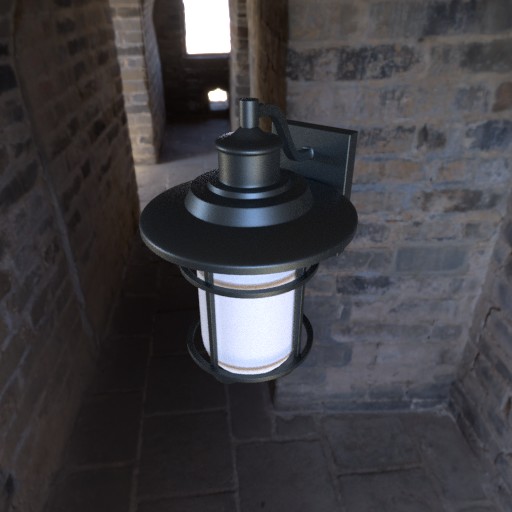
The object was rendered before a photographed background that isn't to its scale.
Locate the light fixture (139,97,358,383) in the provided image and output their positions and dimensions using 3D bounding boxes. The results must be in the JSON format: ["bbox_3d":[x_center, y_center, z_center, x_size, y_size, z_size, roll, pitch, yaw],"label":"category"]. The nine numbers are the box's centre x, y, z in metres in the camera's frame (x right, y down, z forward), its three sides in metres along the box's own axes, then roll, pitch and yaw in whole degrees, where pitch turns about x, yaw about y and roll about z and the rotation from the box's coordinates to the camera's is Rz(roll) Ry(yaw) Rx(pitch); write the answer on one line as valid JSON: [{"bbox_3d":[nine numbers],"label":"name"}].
[{"bbox_3d":[0.000,0.000,0.503,0.222,0.345,0.252,20,36,30],"label":"light fixture"}]
